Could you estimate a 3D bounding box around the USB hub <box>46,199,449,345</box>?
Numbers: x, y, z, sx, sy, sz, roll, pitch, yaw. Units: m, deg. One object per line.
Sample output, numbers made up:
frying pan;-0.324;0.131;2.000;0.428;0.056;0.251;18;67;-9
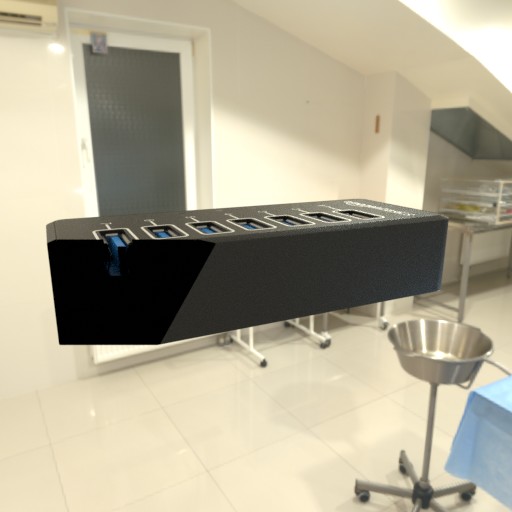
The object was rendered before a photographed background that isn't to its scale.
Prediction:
USB hub;0.000;0.000;0.130;0.110;0.023;0.044;-7;17;-24
